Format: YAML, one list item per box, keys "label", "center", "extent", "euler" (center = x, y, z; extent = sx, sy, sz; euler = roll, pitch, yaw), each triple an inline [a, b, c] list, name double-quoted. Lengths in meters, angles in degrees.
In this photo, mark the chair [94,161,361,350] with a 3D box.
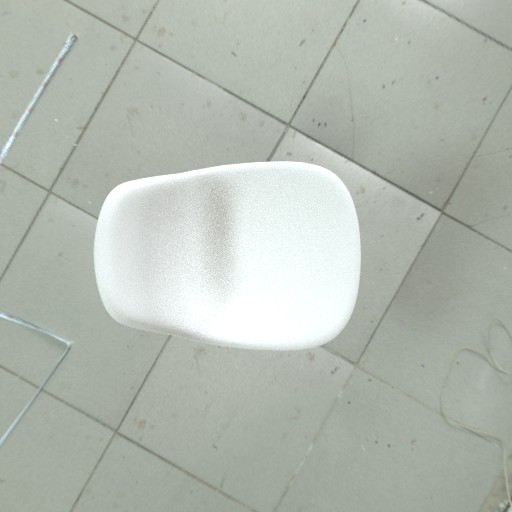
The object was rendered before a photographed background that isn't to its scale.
- label: "chair"
  center: [0.000, 0.000, 1.146]
  extent: [0.533, 0.826, 0.470]
  euler: [0, 89, 0]
